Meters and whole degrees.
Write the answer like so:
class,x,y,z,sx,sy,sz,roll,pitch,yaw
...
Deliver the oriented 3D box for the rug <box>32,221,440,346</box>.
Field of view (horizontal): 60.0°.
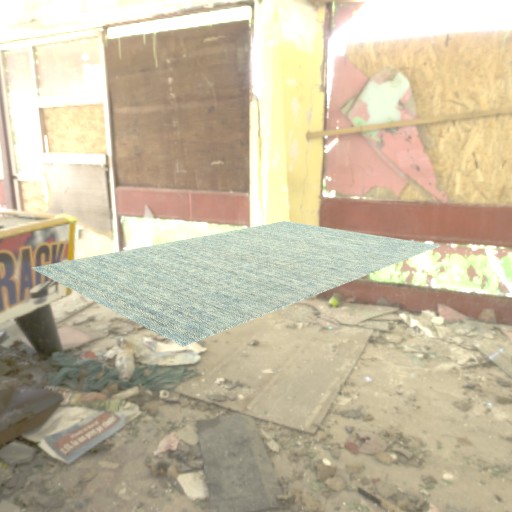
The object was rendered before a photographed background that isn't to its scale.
class,x,y,z,sx,sy,sz,roll,pitch,yaw
rug,0.000,0.000,2.237,1.142,0.006,1.752,14,20,43
